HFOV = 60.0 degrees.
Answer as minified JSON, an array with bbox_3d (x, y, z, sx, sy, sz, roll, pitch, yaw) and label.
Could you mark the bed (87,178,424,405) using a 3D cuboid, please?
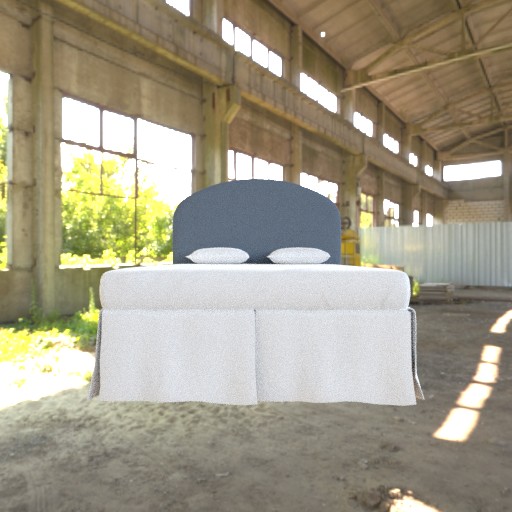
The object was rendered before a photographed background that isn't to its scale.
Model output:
[{"bbox_3d":[0.000,0.000,3.055,1.607,1.410,2.005,0,0,0],"label":"bed"}]
